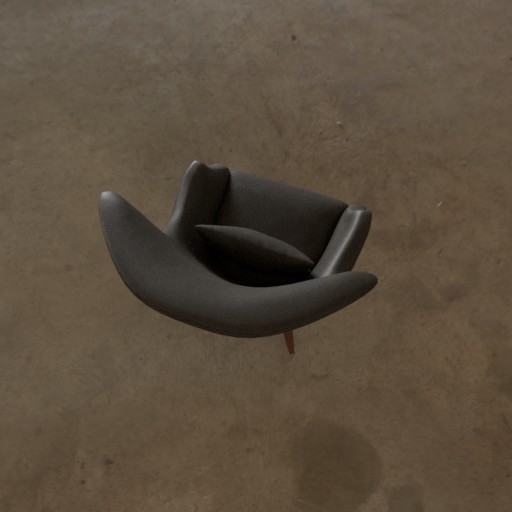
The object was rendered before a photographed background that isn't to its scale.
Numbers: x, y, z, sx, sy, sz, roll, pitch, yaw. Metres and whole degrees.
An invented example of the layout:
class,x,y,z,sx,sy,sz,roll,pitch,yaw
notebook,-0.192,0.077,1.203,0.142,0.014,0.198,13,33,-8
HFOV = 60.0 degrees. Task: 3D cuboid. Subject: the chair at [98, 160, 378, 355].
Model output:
class,x,y,z,sx,sy,sz,roll,pitch,yaw
chair,0.000,0.000,1.730,0.819,1.068,0.954,18,64,9
